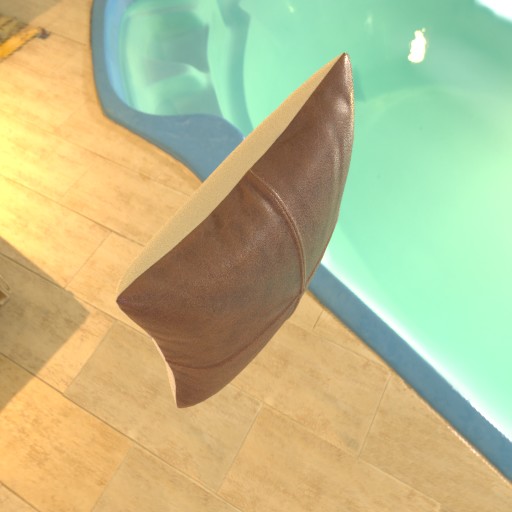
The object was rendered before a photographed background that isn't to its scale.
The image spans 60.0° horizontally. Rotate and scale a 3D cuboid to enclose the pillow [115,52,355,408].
[{"bbox_3d":[0.000,0.000,0.723,0.192,0.470,0.484,31,64,17],"label":"pillow"}]
